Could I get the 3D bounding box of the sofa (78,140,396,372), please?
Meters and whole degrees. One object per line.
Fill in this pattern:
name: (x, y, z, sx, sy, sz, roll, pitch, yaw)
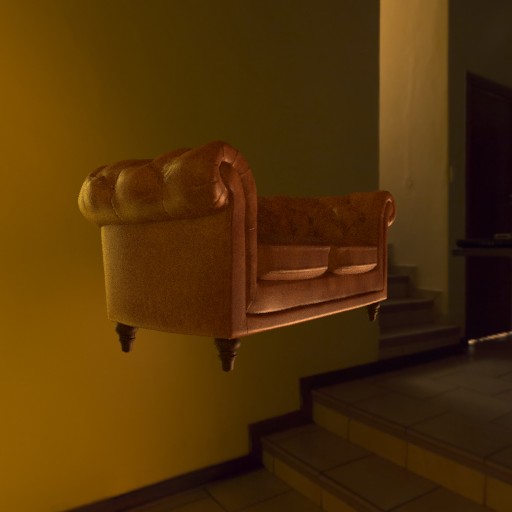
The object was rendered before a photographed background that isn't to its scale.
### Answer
sofa: (0.000, 0.000, 2.571, 1.042, 0.877, 1.979, 1, 1, 36)
